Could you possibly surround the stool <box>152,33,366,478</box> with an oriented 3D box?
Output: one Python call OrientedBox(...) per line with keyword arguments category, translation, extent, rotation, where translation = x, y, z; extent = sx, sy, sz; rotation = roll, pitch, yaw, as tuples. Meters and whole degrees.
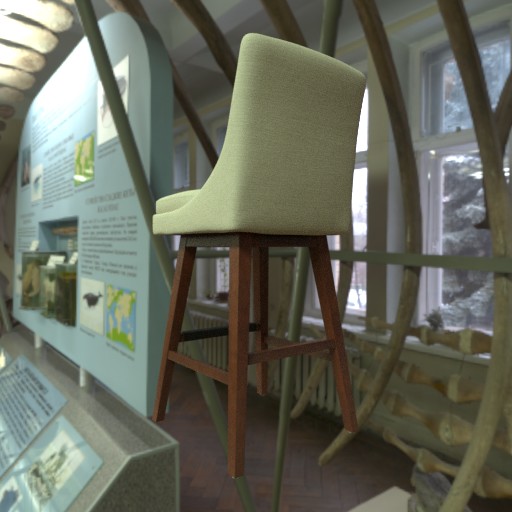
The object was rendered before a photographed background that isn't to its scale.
OrientedBox(category="stool", translation=(0.000, 0.000, 1.397), extent=(0.470, 1.097, 0.559), rotation=(-1, 1, -38))
